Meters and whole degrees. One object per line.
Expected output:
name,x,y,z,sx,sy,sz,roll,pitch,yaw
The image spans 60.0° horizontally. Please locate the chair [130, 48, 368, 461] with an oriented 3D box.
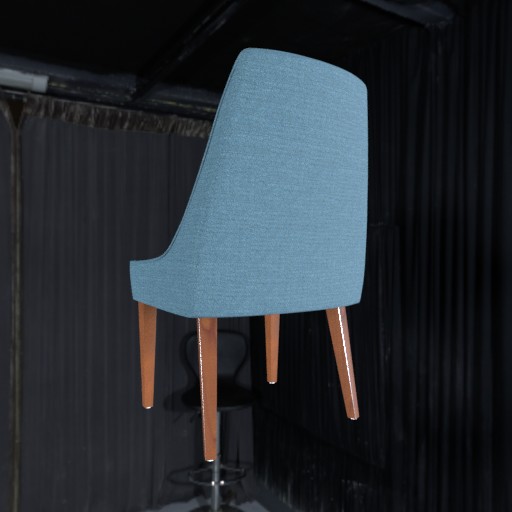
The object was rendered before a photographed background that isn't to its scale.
chair,0.000,0.000,1.187,0.529,0.861,0.544,0,1,-33
